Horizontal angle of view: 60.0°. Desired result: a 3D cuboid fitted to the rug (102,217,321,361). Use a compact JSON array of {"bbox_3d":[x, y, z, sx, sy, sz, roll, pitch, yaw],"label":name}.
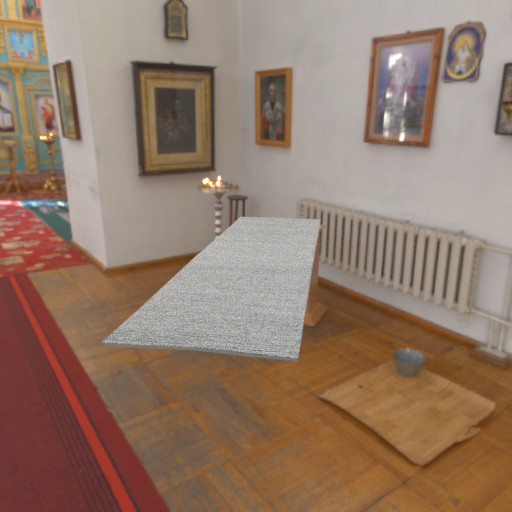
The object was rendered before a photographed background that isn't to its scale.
[{"bbox_3d":[0.000,0.000,2.577,0.675,0.037,2.341,3,16,9],"label":"rug"}]
